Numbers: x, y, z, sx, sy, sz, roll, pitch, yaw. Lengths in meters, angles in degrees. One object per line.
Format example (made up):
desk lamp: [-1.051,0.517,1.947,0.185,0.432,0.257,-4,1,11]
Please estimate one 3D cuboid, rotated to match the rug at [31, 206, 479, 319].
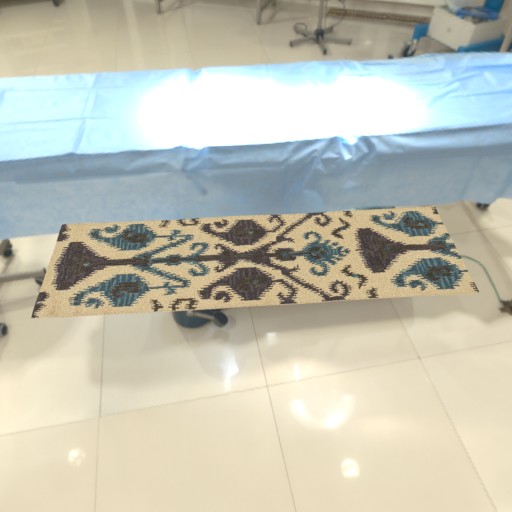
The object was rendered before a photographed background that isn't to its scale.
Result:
rug: [0.000,0.000,2.494,2.301,0.017,0.692,-3,47,-3]
